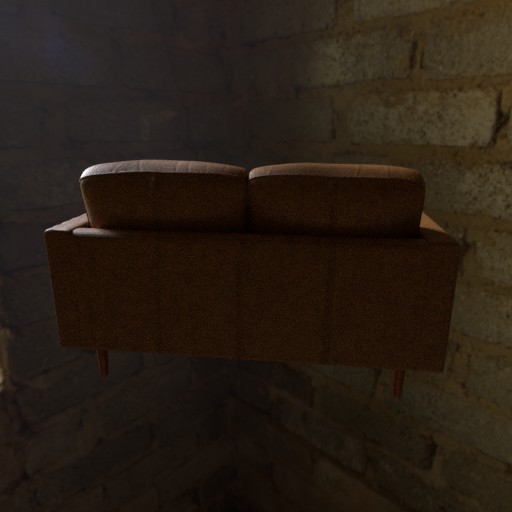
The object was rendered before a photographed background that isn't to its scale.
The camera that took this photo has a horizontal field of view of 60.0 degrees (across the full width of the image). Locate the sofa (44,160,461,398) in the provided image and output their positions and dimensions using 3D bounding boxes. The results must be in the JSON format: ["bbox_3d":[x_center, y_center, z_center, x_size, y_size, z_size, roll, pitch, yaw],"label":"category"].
[{"bbox_3d":[0.000,0.000,2.142,1.578,0.951,0.909,2,17,7],"label":"sofa"}]
